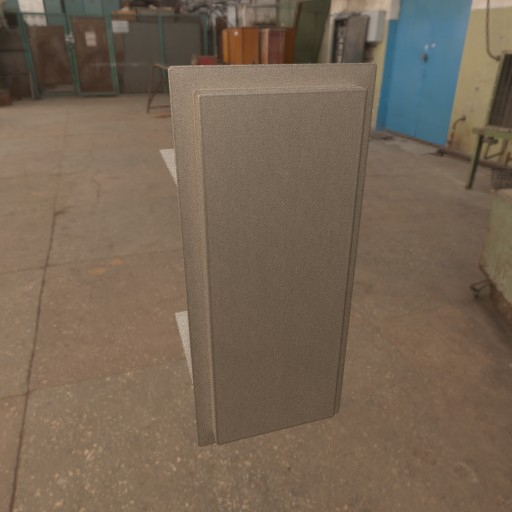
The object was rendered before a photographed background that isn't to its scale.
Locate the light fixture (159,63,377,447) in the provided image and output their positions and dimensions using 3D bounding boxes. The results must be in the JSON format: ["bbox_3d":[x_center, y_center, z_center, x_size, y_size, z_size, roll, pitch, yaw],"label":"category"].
[{"bbox_3d":[0.000,0.000,0.473,0.168,0.380,0.160,-8,27,-15],"label":"light fixture"}]
